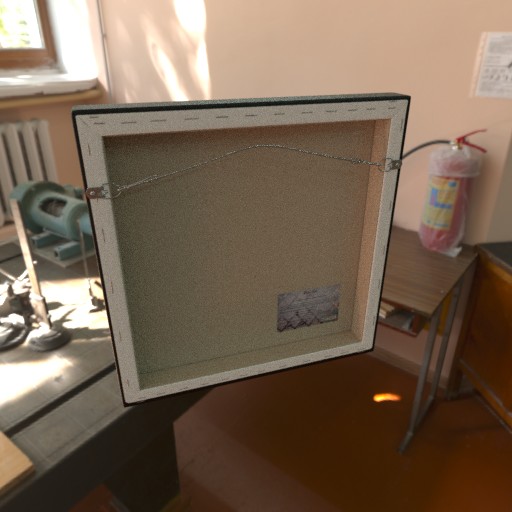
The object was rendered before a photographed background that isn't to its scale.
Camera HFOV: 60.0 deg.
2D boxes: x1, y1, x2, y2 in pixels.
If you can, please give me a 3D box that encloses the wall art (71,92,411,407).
[{"bbox_3d":[0.000,0.000,0.608,0.406,0.407,0.041,-8,28,-16],"label":"wall art"}]
